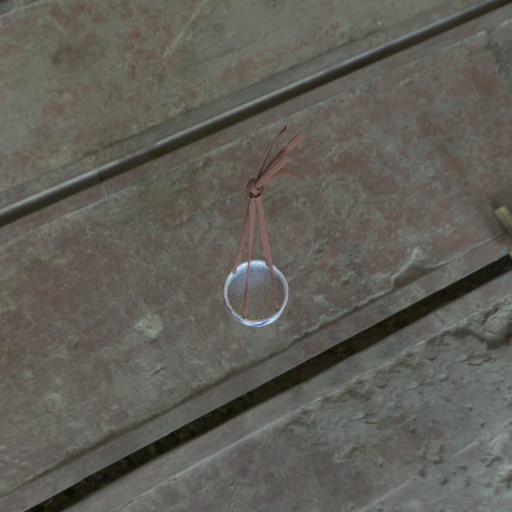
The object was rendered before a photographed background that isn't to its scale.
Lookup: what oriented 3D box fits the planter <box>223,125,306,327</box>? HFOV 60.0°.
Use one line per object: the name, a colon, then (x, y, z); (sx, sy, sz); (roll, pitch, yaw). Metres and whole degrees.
planter: (0.000, 0.000, 0.829); (0.166, 0.751, 0.166); (17, 73, 5)
